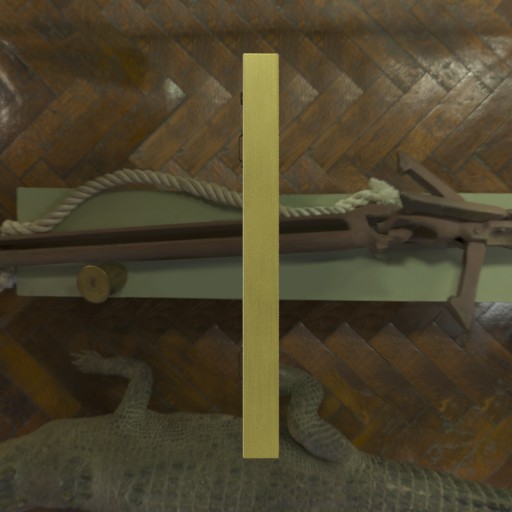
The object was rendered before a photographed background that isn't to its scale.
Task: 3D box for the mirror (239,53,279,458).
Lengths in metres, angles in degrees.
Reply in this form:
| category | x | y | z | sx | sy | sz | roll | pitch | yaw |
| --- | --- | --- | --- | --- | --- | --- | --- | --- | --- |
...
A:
| category | x | y | z | sx | sy | sz | roll | pitch | yaw |
| --- | --- | --- | --- | --- | --- | --- | --- | --- | --- |
| mirror | 0.000 | 0.000 | 0.697 | 0.041 | 0.508 | 0.405 | 0 | 90 | -1 |
